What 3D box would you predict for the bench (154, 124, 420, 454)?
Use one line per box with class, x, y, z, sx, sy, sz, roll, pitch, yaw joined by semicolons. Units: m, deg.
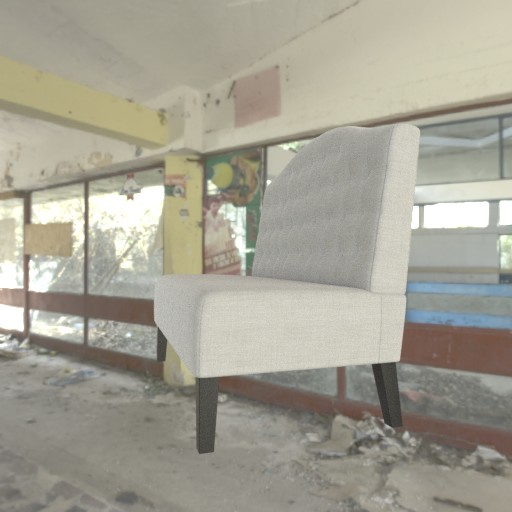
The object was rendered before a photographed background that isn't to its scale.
bench;0.000;0.000;2.043;0.815;1.180;1.335;0;-1;-18
